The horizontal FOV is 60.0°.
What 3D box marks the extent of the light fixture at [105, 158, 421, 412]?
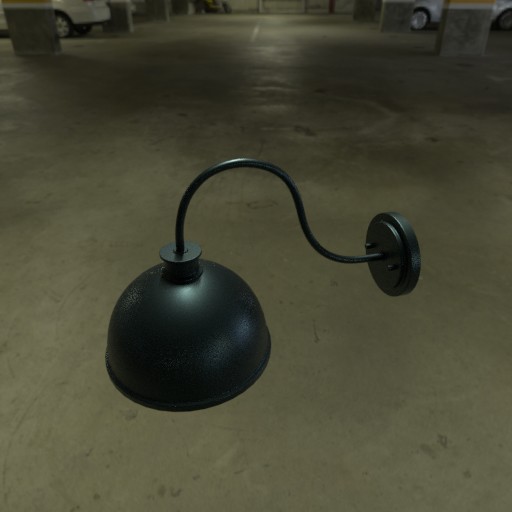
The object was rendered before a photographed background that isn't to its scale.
[{"bbox_3d":[0.000,0.000,0.642,0.467,0.295,0.253,-8,32,-14],"label":"light fixture"}]
